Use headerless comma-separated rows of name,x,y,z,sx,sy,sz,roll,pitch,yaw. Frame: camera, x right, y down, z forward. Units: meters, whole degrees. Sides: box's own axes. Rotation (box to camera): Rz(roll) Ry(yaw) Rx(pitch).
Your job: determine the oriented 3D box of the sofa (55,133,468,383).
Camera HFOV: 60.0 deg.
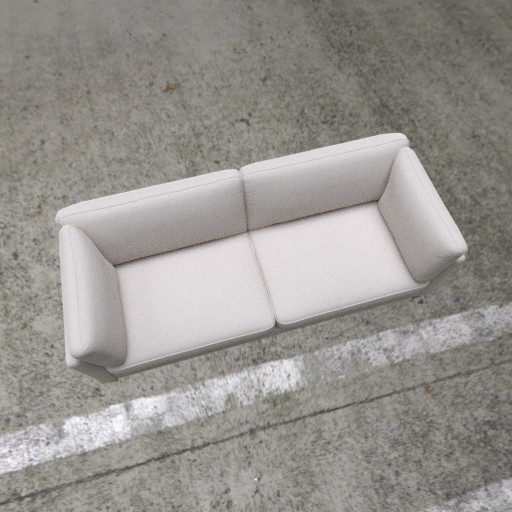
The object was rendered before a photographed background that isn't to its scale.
sofa,0.000,0.000,2.805,2.301,0.863,0.957,-14,64,-7
